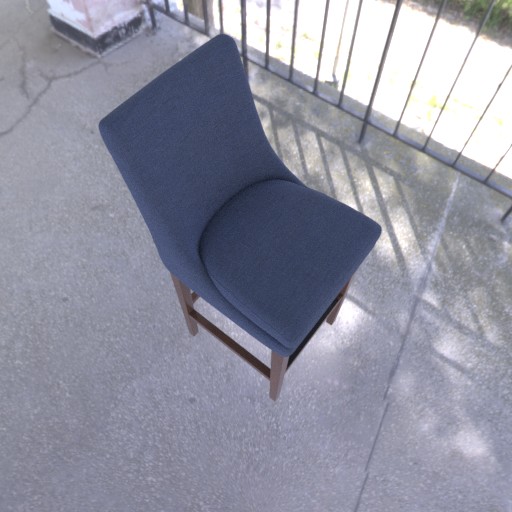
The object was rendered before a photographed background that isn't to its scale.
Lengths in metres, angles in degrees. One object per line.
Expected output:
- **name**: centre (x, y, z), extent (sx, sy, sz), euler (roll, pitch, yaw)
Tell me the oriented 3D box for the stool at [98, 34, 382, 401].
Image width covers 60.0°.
- **stool**: centre (0.000, 0.000, 1.380), extent (0.577, 1.078, 0.470), euler (34, 65, 18)
